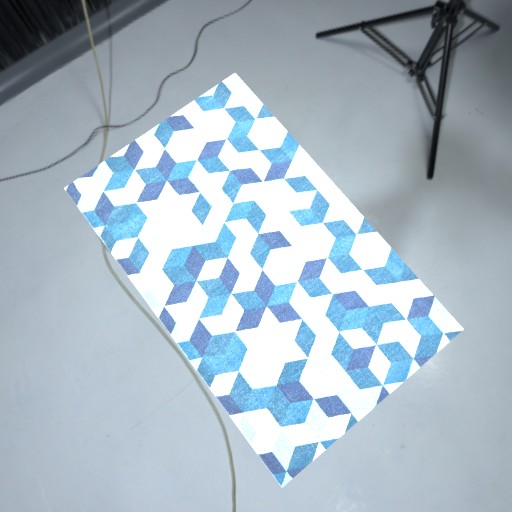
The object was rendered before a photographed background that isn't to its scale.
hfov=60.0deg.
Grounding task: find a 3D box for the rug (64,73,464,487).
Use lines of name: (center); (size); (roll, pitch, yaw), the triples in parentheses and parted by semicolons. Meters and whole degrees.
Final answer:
rug: (0.000, 0.000, 2.998); (1.518, 0.015, 2.438); (-37, 79, -9)
